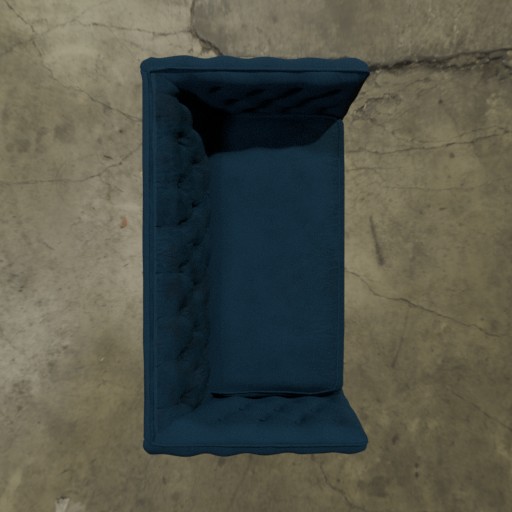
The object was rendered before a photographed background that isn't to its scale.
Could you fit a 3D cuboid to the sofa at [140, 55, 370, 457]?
[{"bbox_3d":[0.000,0.000,2.091,0.909,0.810,1.583,0,91,-1],"label":"sofa"}]
